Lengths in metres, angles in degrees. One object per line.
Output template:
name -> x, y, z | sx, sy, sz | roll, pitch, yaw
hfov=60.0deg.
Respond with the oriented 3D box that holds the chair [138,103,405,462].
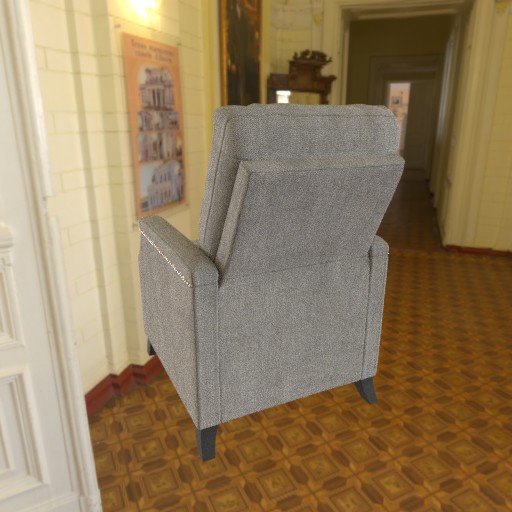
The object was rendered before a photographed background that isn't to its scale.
chair -> 0.000, 0.000, 1.635 | 0.710, 1.049, 0.922 | -8, 19, -25
